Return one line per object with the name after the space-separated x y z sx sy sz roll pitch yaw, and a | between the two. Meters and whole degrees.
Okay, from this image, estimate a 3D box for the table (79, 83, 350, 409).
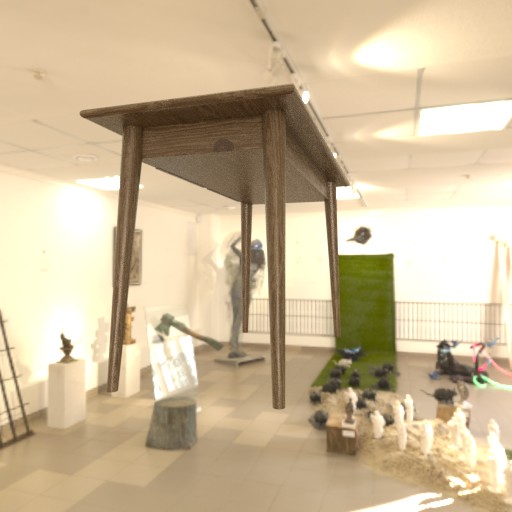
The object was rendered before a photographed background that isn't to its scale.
0.000 0.000 1.731 0.599 0.780 1.300 0 -1 18 | table
